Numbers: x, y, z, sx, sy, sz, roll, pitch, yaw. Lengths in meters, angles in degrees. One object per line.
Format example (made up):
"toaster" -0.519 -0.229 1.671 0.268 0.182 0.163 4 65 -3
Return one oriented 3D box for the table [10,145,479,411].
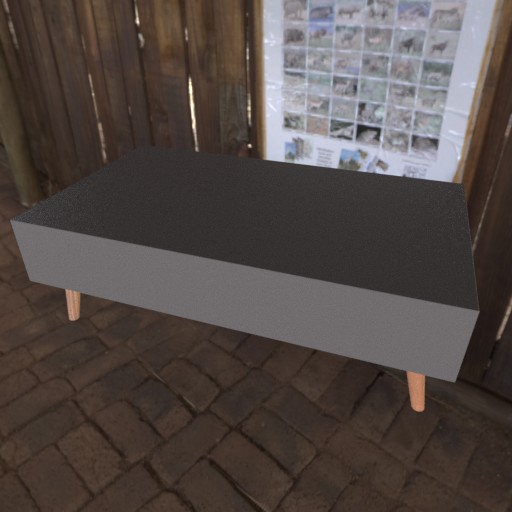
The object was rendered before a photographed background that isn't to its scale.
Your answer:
"table" 0.000 0.000 1.449 1.201 0.404 0.703 11 34 16
